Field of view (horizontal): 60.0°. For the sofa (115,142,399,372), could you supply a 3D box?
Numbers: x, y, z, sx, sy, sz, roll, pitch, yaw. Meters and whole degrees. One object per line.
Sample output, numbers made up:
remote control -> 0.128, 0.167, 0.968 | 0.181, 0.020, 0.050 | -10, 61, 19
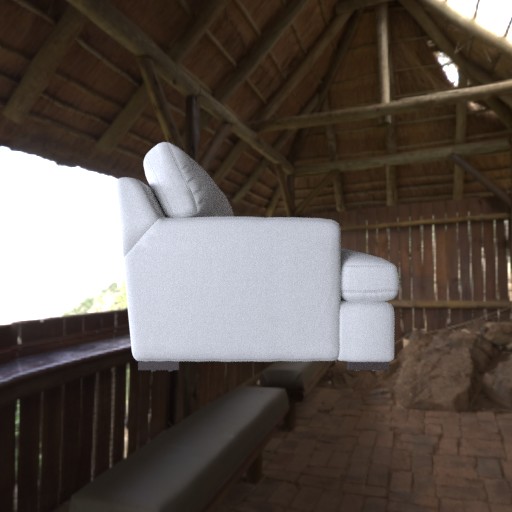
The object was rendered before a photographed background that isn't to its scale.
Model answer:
sofa -> 0.000, 0.000, 2.831 | 1.143, 0.940, 2.261 | 0, -1, 0
